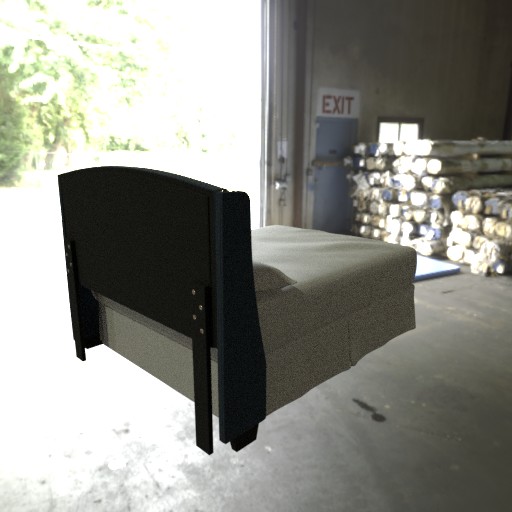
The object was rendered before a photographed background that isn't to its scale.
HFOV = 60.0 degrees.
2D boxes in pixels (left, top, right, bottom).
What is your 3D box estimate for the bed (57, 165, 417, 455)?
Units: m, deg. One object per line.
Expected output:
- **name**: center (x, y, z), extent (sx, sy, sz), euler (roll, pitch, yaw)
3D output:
- **bed**: center (0.000, 0.000, 3.360), extent (1.710, 1.407, 2.237), euler (13, 19, 43)
